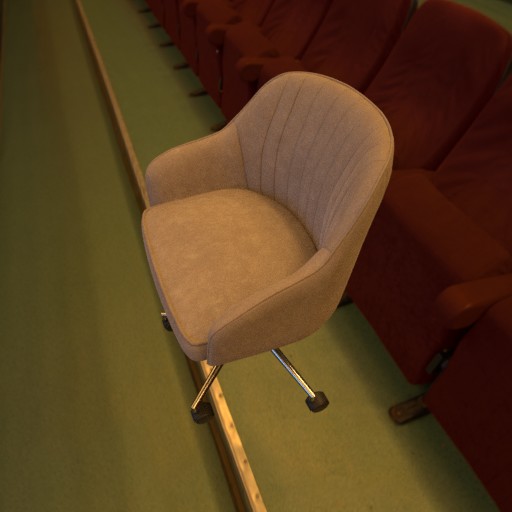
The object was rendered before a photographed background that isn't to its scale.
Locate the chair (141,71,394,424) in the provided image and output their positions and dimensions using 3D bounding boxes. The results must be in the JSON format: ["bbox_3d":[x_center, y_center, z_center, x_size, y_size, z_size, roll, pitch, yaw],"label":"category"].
[{"bbox_3d":[0.000,0.000,1.241,0.573,0.831,0.635,-16,48,-15],"label":"chair"}]
